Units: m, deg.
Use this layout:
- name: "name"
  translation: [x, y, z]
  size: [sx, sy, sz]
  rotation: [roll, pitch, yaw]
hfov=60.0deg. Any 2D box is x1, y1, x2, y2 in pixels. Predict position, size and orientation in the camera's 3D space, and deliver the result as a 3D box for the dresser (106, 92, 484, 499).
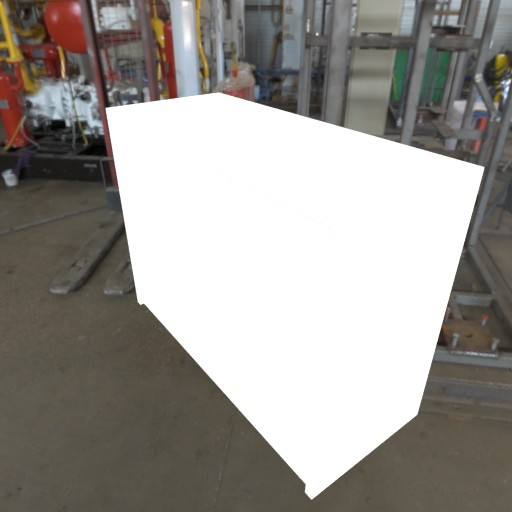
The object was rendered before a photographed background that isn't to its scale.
- name: "dresser"
  translation: [0.000, 0.000, 1.465]
  size: [0.460, 0.820, 1.100]
  rotation: [-21, 36, -31]
